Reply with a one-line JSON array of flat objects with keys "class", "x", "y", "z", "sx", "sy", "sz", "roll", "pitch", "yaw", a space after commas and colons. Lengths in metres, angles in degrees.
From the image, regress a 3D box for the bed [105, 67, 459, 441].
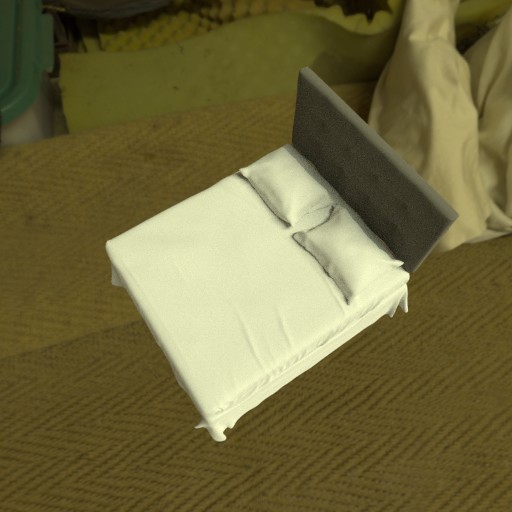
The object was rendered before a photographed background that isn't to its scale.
[{"class": "bed", "x": 0.000, "y": 0.000, "z": 3.554, "sx": 2.222, "sy": 1.577, "sz": 1.936, "roll": -31, "pitch": 68, "yaw": -14}]
